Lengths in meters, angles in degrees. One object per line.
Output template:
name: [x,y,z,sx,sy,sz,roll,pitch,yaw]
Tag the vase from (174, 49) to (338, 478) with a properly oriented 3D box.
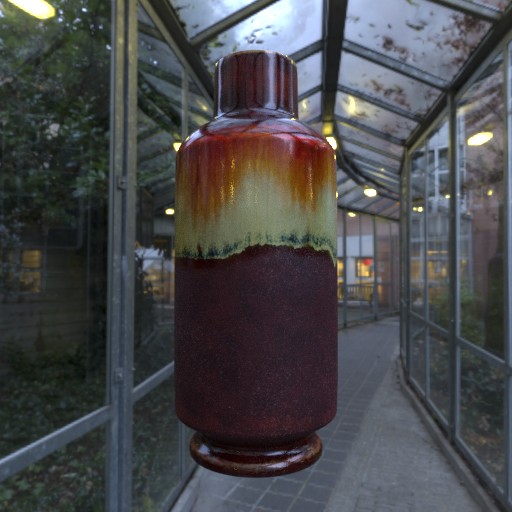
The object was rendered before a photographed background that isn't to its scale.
vase: [0.000,0.000,0.306,0.111,0.261,0.111,0,-2,0]
